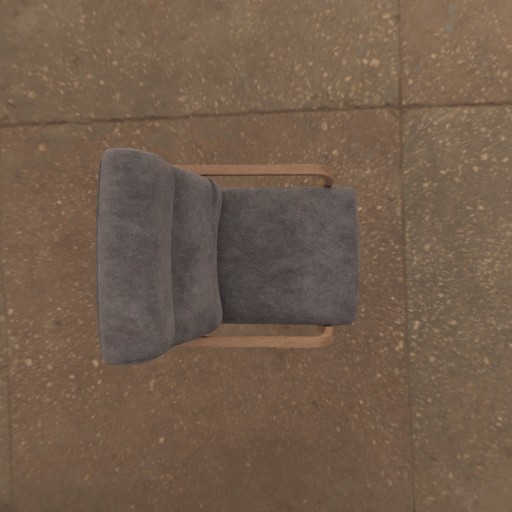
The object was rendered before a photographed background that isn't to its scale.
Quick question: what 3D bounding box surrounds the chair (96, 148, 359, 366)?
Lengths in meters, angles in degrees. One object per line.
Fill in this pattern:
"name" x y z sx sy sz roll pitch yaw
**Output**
"chair" 0.000 0.000 1.486 0.741 1.029 0.640 0 90 0
